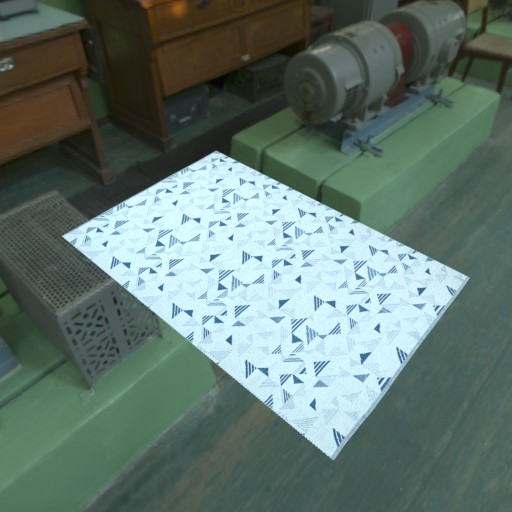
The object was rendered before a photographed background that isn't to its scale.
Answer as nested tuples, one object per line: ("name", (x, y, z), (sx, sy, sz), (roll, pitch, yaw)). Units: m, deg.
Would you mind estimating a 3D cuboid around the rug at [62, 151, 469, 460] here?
("rug", (0.000, 0.000, 2.356), (1.835, 0.003, 1.206), (32, 53, 28))
